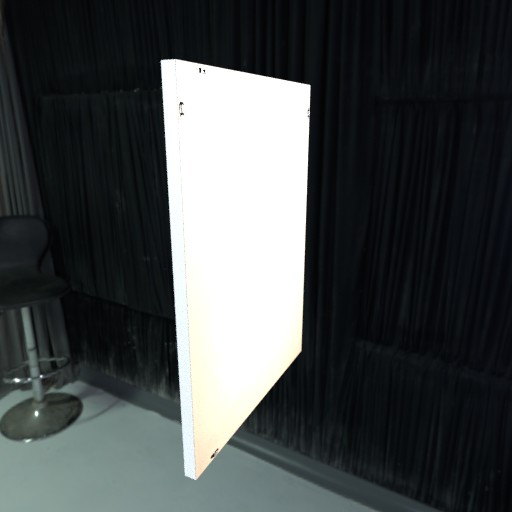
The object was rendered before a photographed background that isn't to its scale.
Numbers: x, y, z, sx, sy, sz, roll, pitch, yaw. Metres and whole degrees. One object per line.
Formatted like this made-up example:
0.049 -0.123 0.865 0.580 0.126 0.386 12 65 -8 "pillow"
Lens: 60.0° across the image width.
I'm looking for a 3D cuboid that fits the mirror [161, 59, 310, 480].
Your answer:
0.000 0.000 1.344 0.040 1.016 0.762 8 19 25 "mirror"
